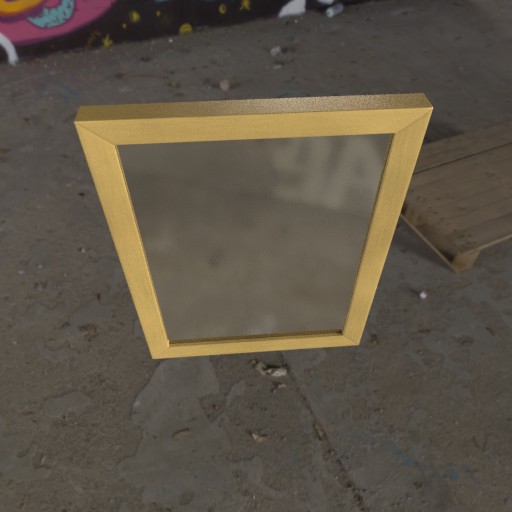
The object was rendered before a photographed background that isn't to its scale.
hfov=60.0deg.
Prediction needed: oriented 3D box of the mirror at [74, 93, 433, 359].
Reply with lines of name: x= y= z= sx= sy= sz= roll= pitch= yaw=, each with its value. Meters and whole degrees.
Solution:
mirror: x=0.000 y=0.000 z=0.697 sx=0.405 sy=0.508 sz=0.041 roll=-3 pitch=47 yaw=-3
